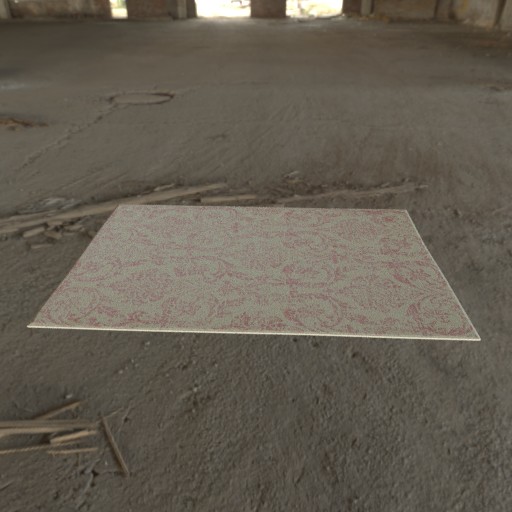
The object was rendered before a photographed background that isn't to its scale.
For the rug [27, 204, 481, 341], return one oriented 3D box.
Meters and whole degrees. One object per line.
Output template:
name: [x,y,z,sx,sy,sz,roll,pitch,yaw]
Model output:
rug: [0.000,0.000,3.451,2.746,0.018,1.819,1,31,2]
